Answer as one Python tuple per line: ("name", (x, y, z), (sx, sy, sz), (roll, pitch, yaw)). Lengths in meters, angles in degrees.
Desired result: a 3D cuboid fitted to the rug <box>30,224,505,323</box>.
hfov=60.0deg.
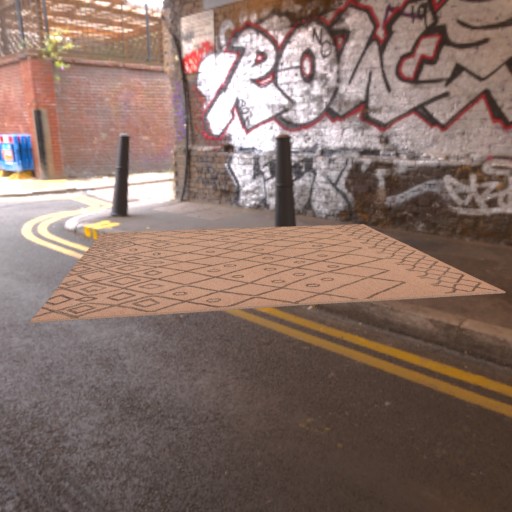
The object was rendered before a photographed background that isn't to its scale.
("rug", (0.000, 0.000, 3.943), (3.046, 0.015, 2.446), (-3, 15, -9))
